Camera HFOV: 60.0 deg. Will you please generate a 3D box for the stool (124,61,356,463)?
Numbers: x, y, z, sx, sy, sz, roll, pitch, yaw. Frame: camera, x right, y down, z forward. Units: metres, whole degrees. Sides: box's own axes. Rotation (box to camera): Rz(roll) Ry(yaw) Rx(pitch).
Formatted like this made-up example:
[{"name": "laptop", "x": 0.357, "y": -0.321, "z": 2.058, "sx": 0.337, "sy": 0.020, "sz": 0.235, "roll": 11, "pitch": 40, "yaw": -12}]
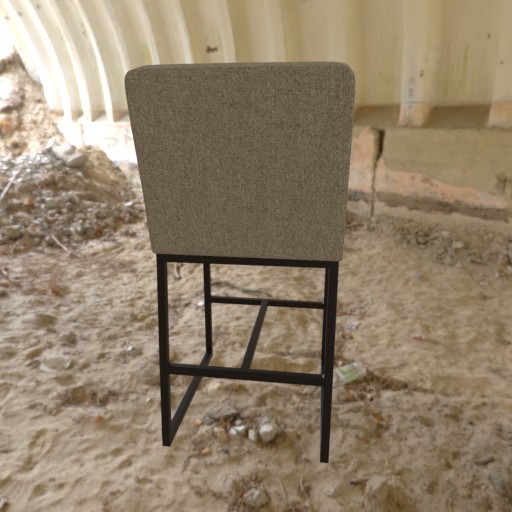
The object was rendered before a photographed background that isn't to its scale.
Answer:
[{"name": "stool", "x": 0.000, "y": 0.000, "z": 1.234, "sx": 0.460, "sy": 0.940, "sz": 0.560, "roll": 2, "pitch": 17, "yaw": 8}]
